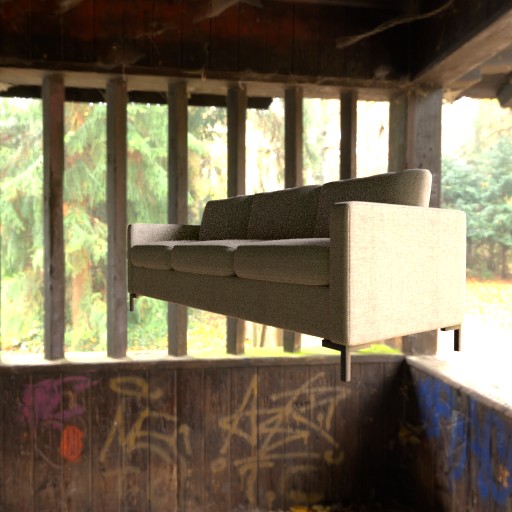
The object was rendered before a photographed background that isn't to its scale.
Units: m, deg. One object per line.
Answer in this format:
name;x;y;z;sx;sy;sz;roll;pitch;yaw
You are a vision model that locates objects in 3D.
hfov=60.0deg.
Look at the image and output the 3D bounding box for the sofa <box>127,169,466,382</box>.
sofa;0.000;0.000;2.730;0.859;0.874;2.218;-1;2;-36
